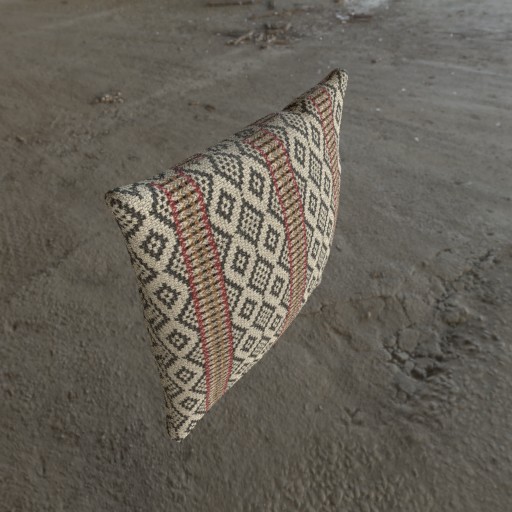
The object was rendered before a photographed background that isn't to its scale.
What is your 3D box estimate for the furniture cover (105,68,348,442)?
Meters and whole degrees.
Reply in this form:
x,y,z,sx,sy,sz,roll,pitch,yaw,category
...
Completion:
x,y,z,sx,sy,sz,roll,pitch,yaw,category
0.000,0.000,0.765,0.182,0.506,0.503,26,47,27,furniture cover
